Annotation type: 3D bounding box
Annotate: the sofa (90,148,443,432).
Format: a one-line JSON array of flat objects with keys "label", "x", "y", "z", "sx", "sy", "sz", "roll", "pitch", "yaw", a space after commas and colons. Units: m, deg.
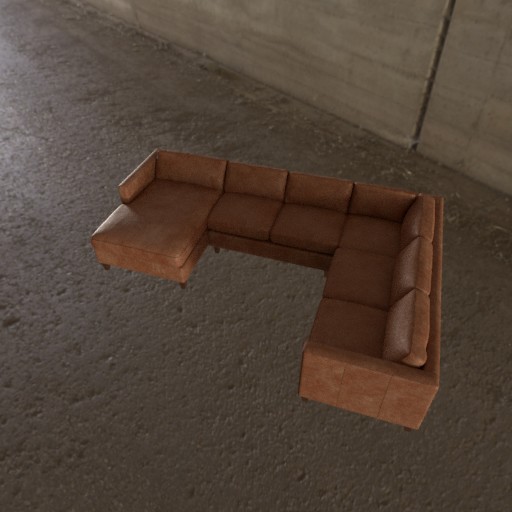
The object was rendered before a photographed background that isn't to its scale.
[{"label": "sofa", "x": 0.000, "y": 0.000, "z": 4.440, "sx": 3.401, "sy": 0.832, "sz": 2.430, "roll": 12, "pitch": 43, "yaw": 14}]
